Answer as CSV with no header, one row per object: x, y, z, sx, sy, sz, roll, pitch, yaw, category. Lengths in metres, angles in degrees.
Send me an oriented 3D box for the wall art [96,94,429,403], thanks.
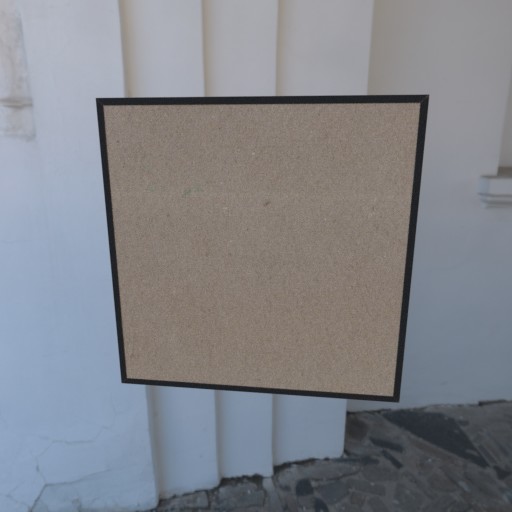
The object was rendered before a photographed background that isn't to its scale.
0.000,0.000,1.125,0.762,0.762,0.038,2,16,7,wall art
